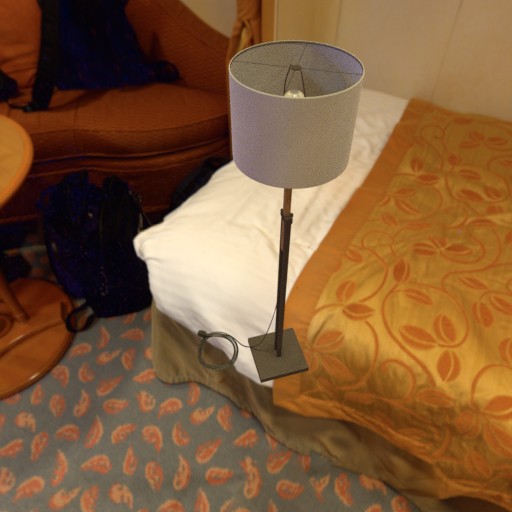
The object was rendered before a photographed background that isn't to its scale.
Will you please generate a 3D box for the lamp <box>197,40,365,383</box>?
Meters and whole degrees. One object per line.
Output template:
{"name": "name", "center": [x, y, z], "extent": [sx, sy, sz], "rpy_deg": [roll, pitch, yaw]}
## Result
{"name": "lamp", "center": [0.000, 0.000, 1.928], "extent": [0.639, 1.650, 0.474], "rpy_deg": [-11, 47, -11]}
